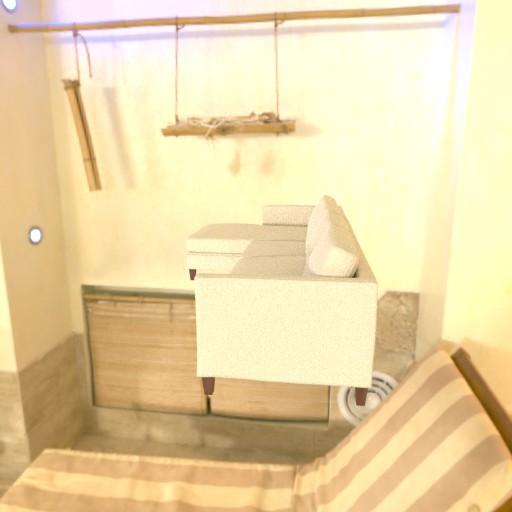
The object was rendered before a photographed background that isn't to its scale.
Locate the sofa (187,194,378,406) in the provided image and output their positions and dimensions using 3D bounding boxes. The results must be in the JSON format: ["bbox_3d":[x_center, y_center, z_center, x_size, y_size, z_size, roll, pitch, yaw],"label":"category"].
[{"bbox_3d":[0.000,0.000,3.833,1.625,0.846,3.186,2,13,7],"label":"sofa"}]
